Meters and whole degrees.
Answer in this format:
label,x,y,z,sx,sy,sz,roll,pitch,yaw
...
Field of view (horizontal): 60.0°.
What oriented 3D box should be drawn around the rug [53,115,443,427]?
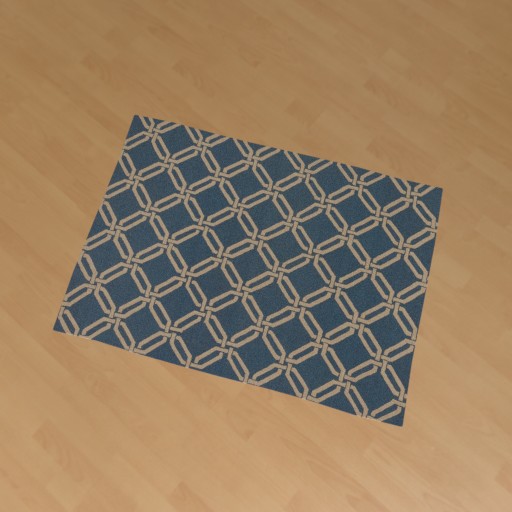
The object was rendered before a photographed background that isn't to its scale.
label,x,y,z,sx,sy,sz,roll,pitch,yaw
rug,0.000,0.000,2.767,2.135,0.013,1.524,14,76,4
